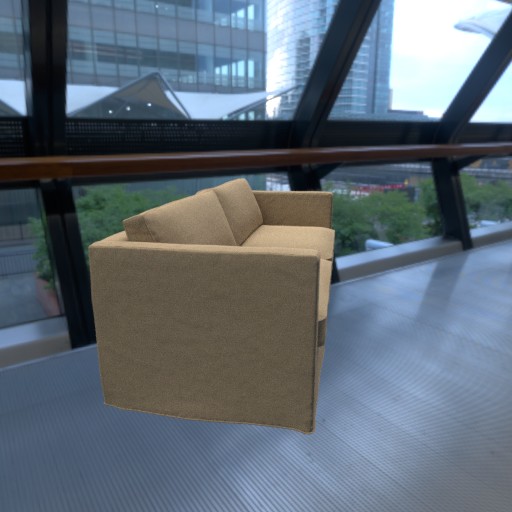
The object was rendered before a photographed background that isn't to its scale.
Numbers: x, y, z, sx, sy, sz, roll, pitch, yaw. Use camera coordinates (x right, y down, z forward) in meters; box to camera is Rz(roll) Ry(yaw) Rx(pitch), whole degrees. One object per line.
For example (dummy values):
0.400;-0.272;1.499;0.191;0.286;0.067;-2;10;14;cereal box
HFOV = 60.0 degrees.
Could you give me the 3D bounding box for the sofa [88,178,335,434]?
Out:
0.000;0.000;2.829;0.962;0.853;2.312;3;14;10;sofa
